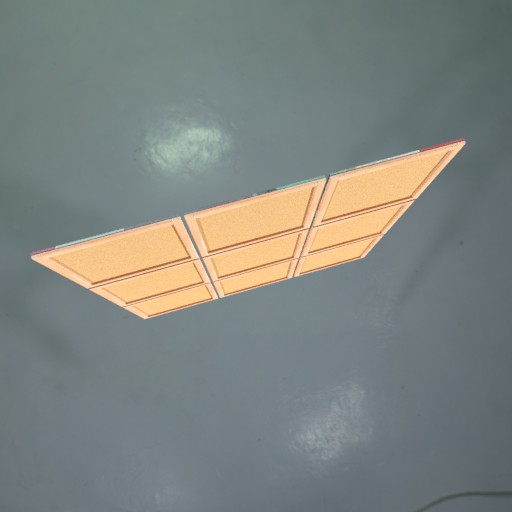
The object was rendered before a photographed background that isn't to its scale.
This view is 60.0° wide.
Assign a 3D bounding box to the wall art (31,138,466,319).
[{"bbox_3d":[0.000,0.000,1.334,0.911,0.910,0.012,-15,75,-4],"label":"wall art"}]
